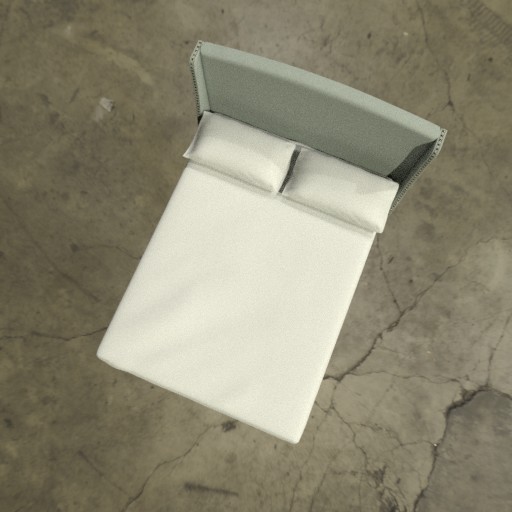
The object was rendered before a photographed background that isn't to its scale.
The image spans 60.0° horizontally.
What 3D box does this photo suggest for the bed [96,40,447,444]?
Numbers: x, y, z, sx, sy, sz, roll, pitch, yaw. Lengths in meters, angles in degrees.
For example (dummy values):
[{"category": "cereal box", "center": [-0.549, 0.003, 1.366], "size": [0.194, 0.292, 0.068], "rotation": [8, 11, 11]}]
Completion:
[{"category": "bed", "center": [0.000, 0.000, 3.236], "size": [1.710, 1.407, 2.237], "rotation": [22, 78, 5]}]
